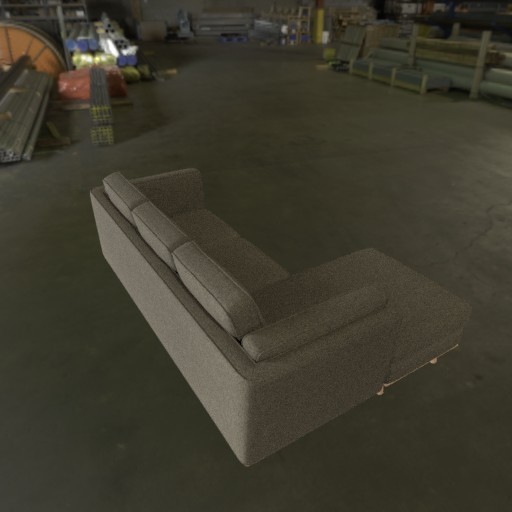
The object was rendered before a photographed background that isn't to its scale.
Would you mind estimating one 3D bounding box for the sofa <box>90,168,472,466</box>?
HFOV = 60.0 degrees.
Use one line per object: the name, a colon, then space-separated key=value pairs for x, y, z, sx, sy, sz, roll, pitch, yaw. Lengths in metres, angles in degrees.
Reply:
sofa: x=0.000 y=0.000 z=3.084 sx=1.604 sy=0.929 sz=2.411 roll=-18 pitch=35 yaw=-27
